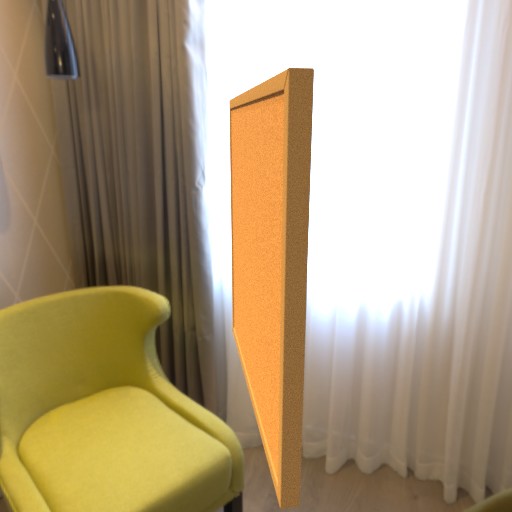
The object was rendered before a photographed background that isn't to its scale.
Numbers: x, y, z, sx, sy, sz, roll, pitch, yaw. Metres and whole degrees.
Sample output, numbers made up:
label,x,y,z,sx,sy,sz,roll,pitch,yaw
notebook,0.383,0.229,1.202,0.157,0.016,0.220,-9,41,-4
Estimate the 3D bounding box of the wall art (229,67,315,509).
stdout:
label,x,y,z,sx,sy,sz,roll,pitch,yaw
wall art,0.000,0.000,1.081,0.037,0.761,0.761,-3,16,-9
